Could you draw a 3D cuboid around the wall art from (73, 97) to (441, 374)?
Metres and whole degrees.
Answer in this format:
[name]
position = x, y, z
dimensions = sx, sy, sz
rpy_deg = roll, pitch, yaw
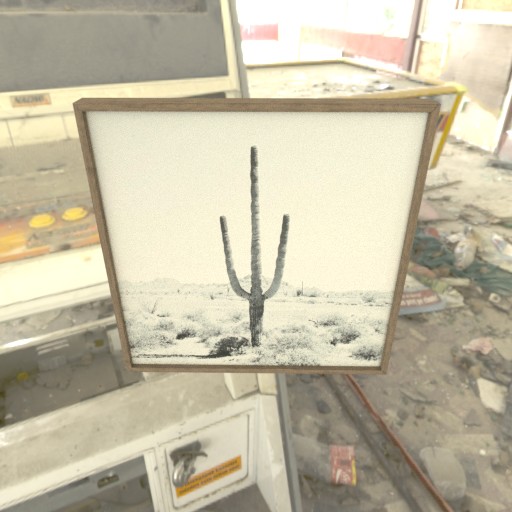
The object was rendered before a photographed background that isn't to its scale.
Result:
[wall art]
position = 0.000, 0.000, 0.755
dimensions = 0.508, 0.508, 0.038
rpy_deg = 0, 30, 1
